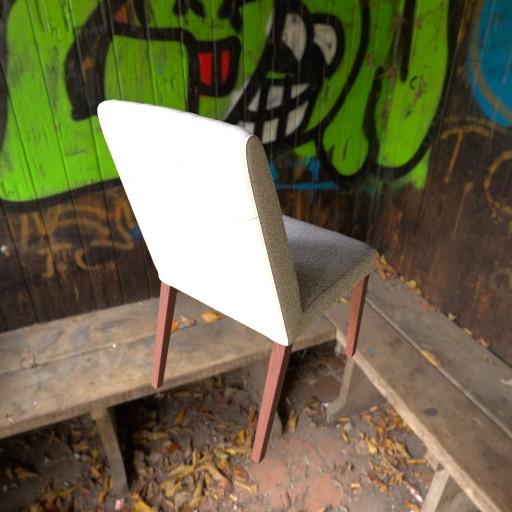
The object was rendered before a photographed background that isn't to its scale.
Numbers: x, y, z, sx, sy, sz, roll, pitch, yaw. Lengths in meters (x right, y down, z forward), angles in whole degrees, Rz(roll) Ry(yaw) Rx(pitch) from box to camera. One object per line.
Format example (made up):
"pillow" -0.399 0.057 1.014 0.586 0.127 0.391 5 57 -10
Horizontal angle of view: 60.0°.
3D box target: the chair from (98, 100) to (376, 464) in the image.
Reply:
"chair" 0.000 0.000 1.248 0.480 0.900 0.594 22 37 33
